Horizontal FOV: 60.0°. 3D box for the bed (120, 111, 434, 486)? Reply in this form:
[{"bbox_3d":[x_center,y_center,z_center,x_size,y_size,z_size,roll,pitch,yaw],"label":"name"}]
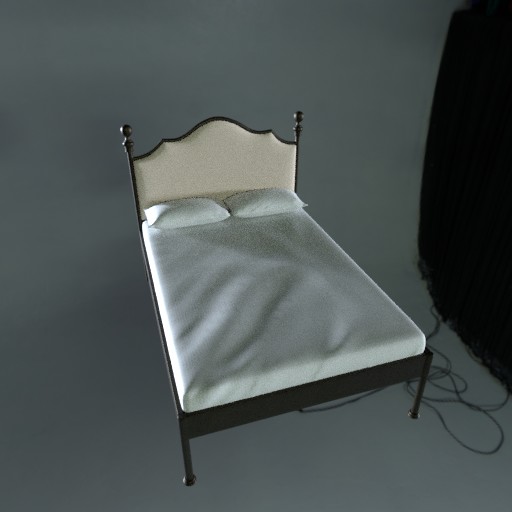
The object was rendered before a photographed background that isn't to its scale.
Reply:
[{"bbox_3d":[0.000,0.000,3.136,1.533,1.462,2.170,-9,32,-15],"label":"bed"}]
